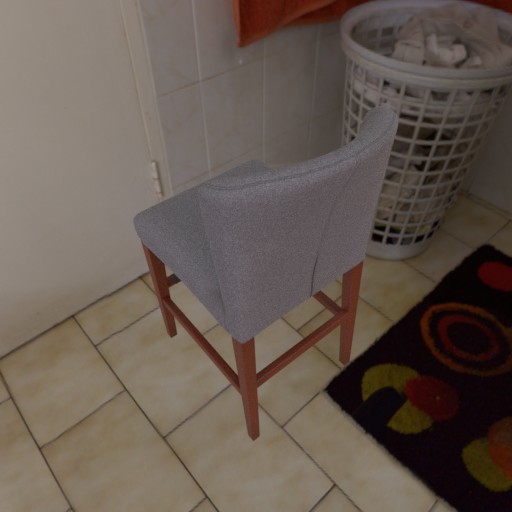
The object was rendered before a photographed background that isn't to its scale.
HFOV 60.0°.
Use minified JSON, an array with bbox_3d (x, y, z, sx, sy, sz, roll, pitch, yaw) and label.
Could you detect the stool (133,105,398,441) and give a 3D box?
[{"bbox_3d":[0.000,0.000,1.266,0.481,0.968,0.568,-31,54,-26],"label":"stool"}]
